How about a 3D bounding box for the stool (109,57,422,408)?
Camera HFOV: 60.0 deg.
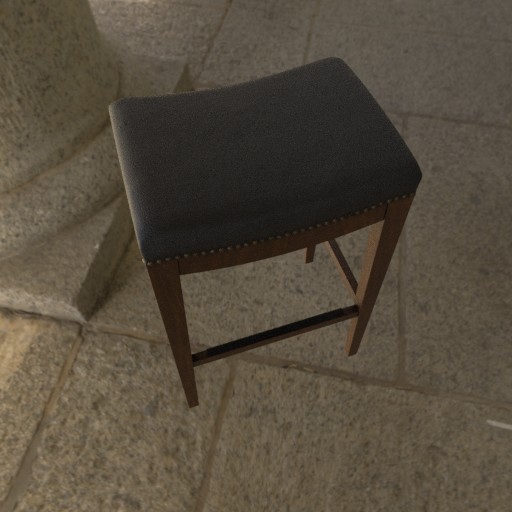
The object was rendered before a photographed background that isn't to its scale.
[{"bbox_3d":[0.000,0.000,1.029,0.500,0.765,0.361,-15,58,-10],"label":"stool"}]
